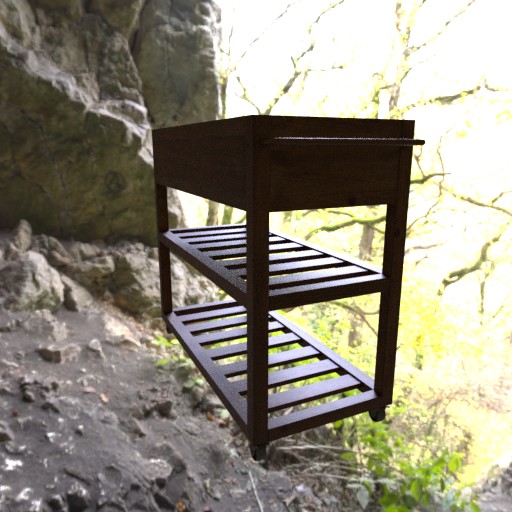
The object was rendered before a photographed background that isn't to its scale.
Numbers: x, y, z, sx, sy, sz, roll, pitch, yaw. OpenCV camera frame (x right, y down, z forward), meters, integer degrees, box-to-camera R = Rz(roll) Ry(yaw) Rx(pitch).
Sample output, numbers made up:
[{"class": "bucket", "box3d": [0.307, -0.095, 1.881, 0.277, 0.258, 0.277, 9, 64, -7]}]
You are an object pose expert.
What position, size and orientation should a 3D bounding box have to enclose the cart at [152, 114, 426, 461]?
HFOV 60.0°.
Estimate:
[{"class": "cart", "box3d": [0.000, 0.000, 1.473, 0.445, 0.830, 1.065, -6, 15, -24]}]
